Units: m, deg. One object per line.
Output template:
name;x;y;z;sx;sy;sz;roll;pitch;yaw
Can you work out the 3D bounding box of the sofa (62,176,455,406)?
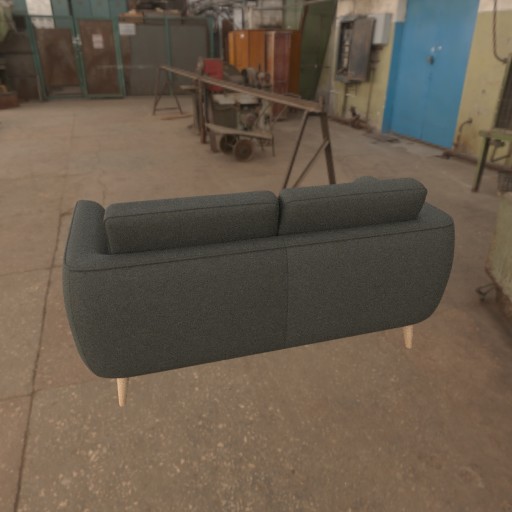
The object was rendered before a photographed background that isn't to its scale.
sofa;0.000;0.000;2.190;1.700;0.850;0.920;-7;27;-15
